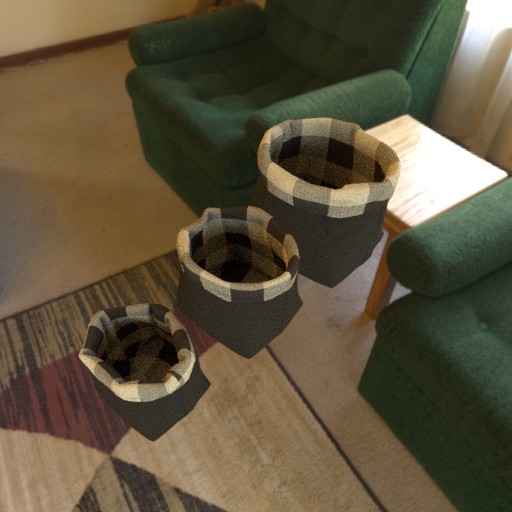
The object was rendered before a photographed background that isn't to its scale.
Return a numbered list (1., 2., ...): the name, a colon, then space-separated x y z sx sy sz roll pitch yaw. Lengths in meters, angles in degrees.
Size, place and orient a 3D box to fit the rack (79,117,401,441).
1. rack: 0.000 0.000 1.073 0.370 0.329 0.889 32 55 26
